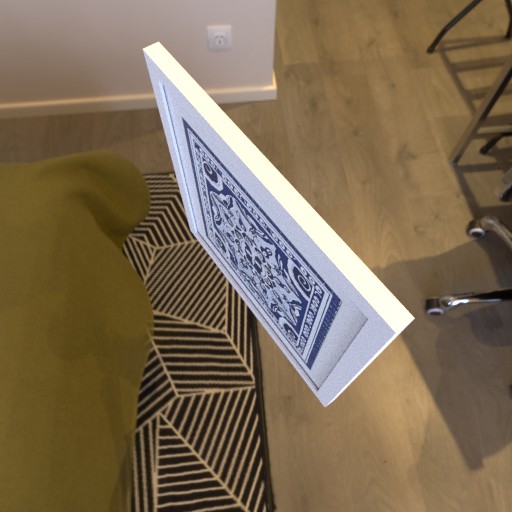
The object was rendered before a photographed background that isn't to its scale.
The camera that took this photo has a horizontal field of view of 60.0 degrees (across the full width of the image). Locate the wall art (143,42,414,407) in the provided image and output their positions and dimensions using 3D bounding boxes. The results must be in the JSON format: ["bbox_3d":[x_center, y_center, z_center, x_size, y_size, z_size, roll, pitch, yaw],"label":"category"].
[{"bbox_3d":[0.000,0.000,0.838,0.028,0.559,0.559,-33,68,-15],"label":"wall art"}]
